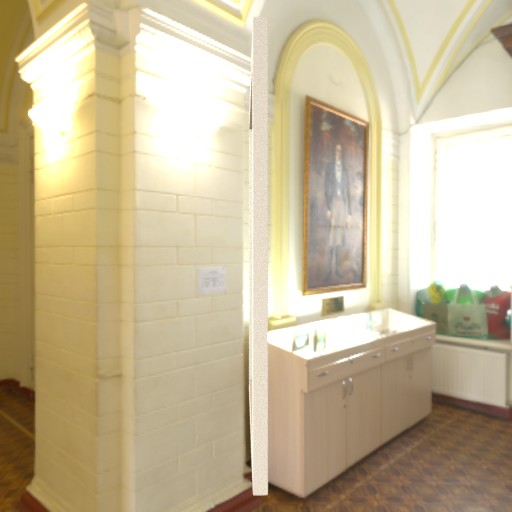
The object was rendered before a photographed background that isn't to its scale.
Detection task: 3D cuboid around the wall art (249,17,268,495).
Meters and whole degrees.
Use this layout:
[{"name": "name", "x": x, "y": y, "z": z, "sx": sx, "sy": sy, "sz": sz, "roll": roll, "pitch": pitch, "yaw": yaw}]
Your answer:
[{"name": "wall art", "x": 0.000, "y": 0.000, "z": 0.607, "sx": 0.015, "sy": 0.477, "sz": 0.332, "roll": 0, "pitch": 0, "yaw": -2}]
